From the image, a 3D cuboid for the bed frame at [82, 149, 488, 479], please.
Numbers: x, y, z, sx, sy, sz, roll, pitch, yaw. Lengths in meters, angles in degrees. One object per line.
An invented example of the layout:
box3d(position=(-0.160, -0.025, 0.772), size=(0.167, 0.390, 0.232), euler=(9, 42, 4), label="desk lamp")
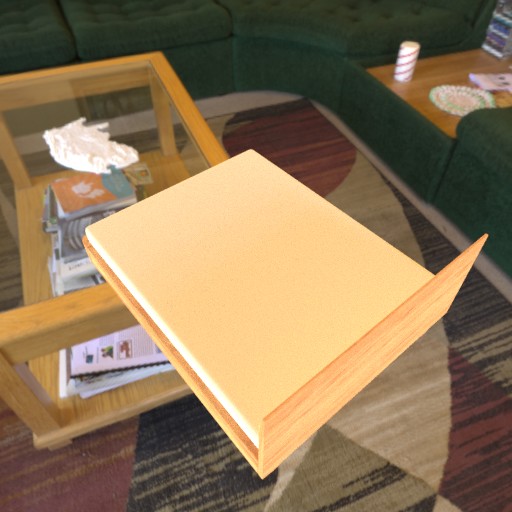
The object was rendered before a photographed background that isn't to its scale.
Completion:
box3d(position=(0.000, 0.000, 3.017), size=(1.660, 0.940, 2.092), euler=(-32, 55, -26), label="bed frame")
